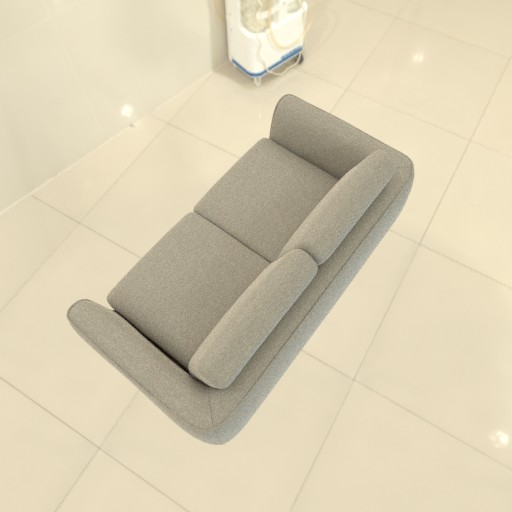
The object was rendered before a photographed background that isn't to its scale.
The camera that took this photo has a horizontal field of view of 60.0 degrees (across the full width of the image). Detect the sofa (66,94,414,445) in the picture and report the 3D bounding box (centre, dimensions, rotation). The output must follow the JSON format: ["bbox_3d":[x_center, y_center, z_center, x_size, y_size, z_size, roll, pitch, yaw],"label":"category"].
[{"bbox_3d":[0.000,0.000,2.267,0.920,0.850,1.700,35,69,16],"label":"sofa"}]
